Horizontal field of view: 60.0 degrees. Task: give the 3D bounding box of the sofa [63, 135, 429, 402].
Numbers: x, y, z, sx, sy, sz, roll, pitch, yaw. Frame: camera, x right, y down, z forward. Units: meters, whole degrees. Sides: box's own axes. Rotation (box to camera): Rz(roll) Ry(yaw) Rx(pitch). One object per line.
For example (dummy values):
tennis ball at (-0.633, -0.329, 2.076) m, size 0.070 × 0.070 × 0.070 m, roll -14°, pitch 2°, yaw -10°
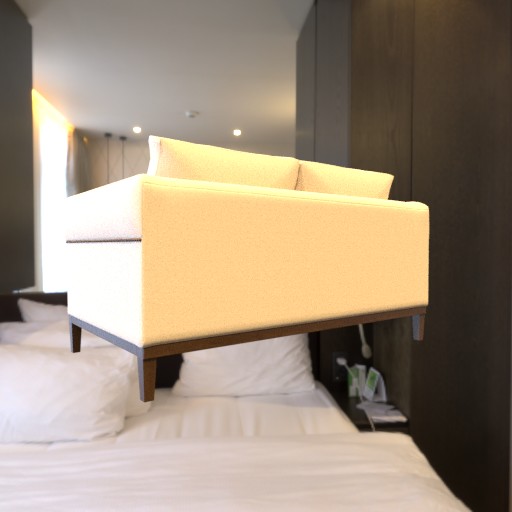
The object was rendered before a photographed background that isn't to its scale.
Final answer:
sofa at (0.000, 0.000, 2.166) m, size 1.598 × 0.873 × 0.905 m, roll -1°, pitch 2°, yaw -37°
